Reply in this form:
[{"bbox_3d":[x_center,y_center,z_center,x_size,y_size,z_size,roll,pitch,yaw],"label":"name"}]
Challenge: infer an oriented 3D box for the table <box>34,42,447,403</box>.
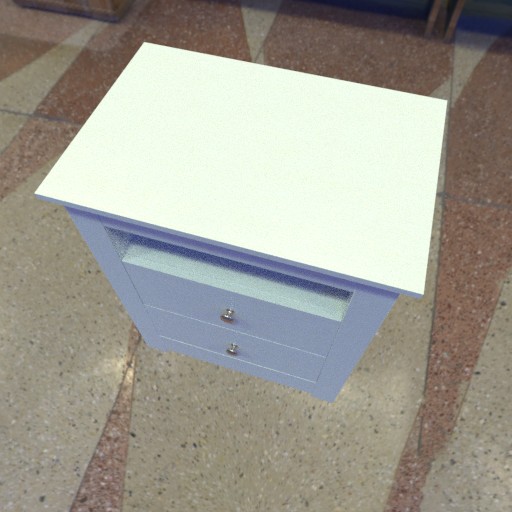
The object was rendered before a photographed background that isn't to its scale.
[{"bbox_3d":[0.000,0.000,1.038,0.589,0.711,0.406,15,60,9],"label":"table"}]
